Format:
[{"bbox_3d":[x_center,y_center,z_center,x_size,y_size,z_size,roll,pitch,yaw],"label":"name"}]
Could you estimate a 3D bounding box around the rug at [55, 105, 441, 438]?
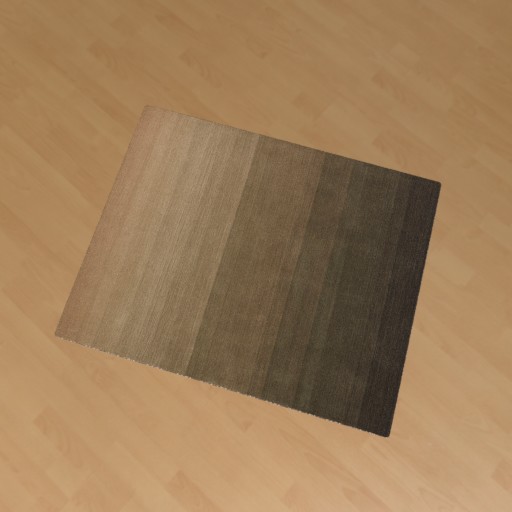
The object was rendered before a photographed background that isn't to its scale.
[{"bbox_3d":[0.000,0.000,3.919,2.902,0.017,2.306,16,77,4],"label":"rug"}]
